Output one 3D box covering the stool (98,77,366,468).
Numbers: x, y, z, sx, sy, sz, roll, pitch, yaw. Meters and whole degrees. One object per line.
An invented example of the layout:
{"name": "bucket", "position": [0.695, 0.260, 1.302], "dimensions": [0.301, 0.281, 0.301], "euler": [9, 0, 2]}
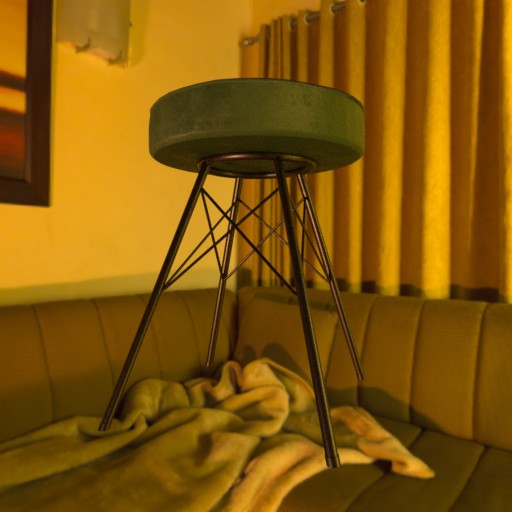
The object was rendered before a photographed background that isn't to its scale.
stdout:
{"name": "stool", "position": [0.000, 0.000, 0.904], "dimensions": [0.430, 0.595, 0.457], "euler": [0, 1, 19]}
